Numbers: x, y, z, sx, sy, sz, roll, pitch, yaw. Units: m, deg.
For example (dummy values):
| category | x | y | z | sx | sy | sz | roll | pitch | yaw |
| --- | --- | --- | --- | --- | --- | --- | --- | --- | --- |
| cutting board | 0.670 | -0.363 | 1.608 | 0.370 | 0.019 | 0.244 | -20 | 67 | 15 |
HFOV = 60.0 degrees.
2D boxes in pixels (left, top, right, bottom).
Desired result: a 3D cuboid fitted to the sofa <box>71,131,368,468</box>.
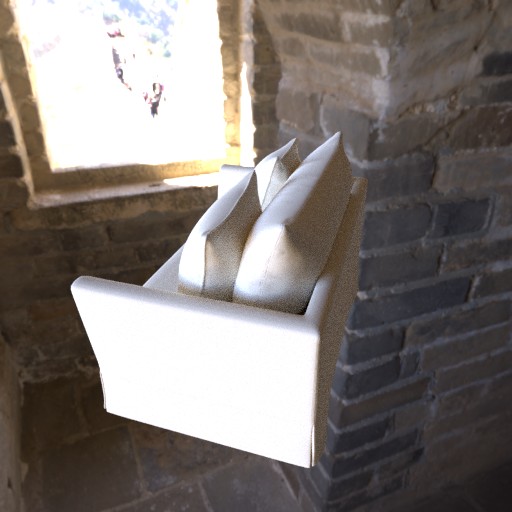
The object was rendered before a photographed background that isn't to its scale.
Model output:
| category | x | y | z | sx | sy | sz | roll | pitch | yaw |
| --- | --- | --- | --- | --- | --- | --- | --- | --- | --- |
| sofa | 0.000 | 0.000 | 2.315 | 1.026 | 1.039 | 1.608 | 9 | 30 | 15 |
